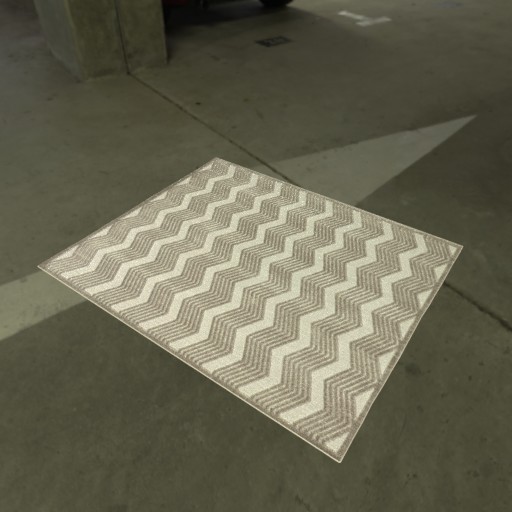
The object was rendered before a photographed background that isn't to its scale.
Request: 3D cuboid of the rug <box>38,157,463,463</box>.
[{"bbox_3d":[0.000,0.000,3.883,2.880,0.005,2.391,25,46,26],"label":"rug"}]
